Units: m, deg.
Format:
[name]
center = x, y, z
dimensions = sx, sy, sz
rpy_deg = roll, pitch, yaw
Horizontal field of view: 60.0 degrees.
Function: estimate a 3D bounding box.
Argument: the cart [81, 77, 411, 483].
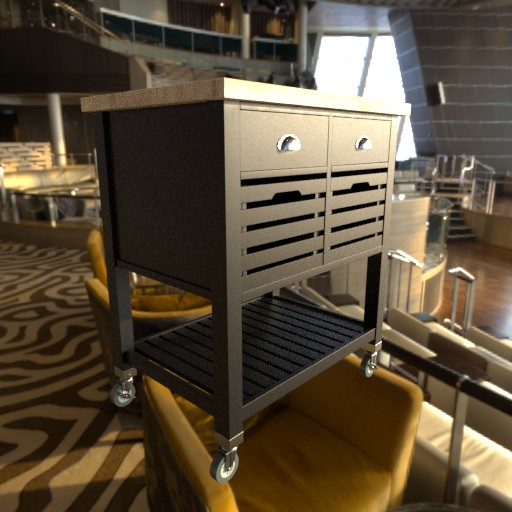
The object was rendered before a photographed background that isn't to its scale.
[cart]
center = 0.000, 0.000, 1.390
dimensions = 0.567, 0.920, 0.797
rpy_deg = 13, 19, 42
